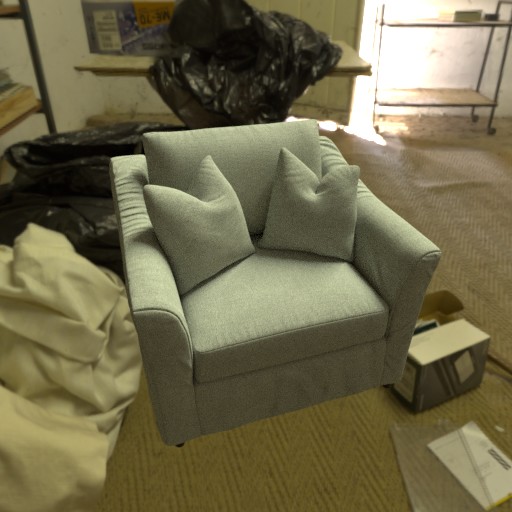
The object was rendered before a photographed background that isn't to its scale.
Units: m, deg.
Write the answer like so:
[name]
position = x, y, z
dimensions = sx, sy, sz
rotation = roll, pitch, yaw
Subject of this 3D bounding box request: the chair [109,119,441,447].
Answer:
[chair]
position = 0.000, 0.000, 2.088
dimensions = 1.194, 1.059, 1.071
rotation = -10, 33, -16
